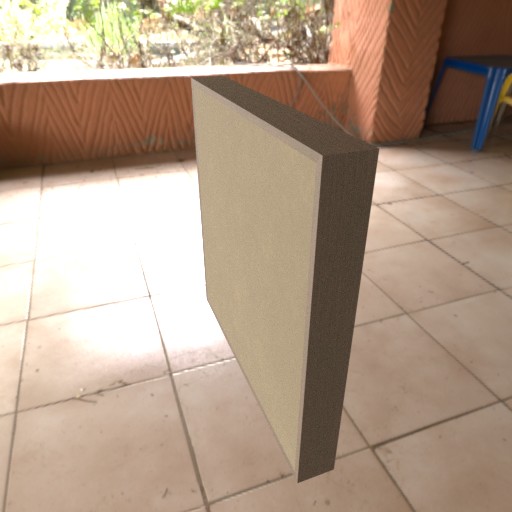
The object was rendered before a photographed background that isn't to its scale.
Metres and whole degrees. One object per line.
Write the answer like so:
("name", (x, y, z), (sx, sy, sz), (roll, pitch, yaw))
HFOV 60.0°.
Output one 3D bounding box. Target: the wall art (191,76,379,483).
("wall art", (0.000, 0.000, 0.454), (0.038, 0.303, 0.304), (-11, 32, -18))
